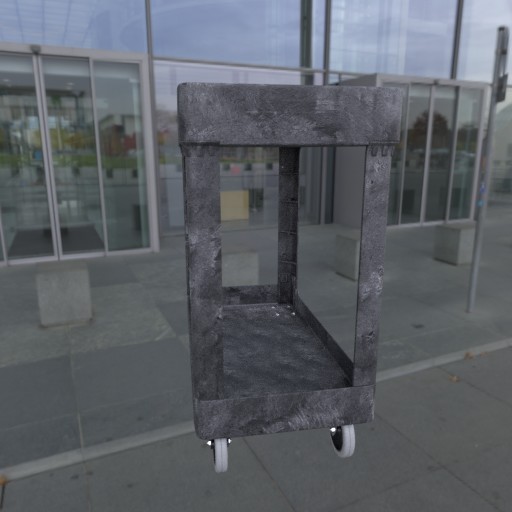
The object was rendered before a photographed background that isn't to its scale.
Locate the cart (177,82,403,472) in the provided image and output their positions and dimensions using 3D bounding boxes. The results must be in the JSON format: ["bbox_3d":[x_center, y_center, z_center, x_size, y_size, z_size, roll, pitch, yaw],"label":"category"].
[{"bbox_3d":[0.000,0.000,1.290,0.420,0.824,0.877,-2,14,-9],"label":"cart"}]
